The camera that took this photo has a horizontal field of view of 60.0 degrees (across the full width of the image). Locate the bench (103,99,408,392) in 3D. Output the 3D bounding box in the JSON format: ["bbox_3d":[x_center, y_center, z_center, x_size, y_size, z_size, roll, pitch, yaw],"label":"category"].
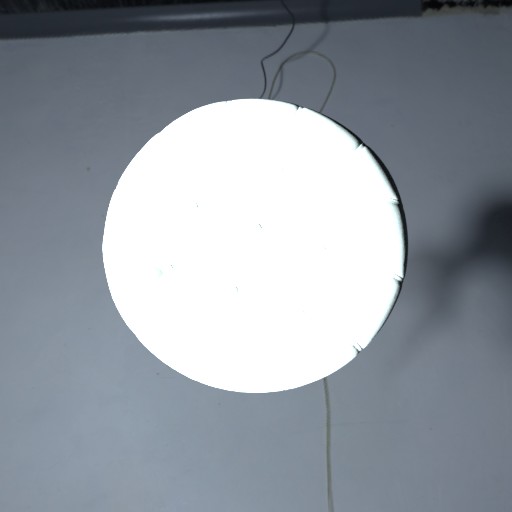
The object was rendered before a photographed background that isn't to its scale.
[{"bbox_3d":[0.000,0.000,1.036,0.600,0.453,0.600,0,75,0],"label":"bench"}]
